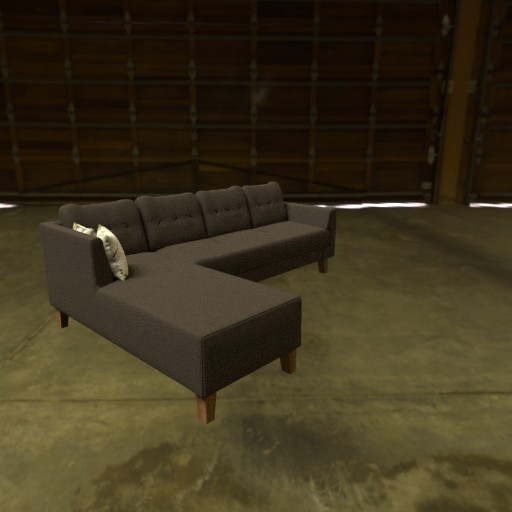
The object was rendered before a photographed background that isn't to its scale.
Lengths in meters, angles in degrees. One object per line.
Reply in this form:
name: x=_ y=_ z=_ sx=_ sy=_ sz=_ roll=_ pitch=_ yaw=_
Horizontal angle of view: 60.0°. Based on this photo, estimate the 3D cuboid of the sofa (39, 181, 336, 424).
sofa: x=0.000 y=0.000 z=3.607 sx=1.829 sy=0.932 sz=2.679 roll=14 pitch=20 yaw=41
